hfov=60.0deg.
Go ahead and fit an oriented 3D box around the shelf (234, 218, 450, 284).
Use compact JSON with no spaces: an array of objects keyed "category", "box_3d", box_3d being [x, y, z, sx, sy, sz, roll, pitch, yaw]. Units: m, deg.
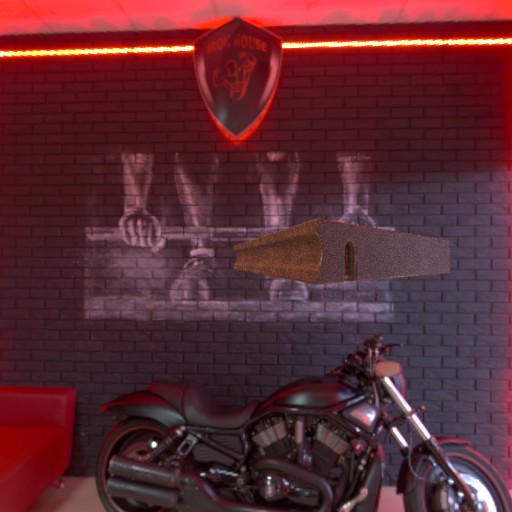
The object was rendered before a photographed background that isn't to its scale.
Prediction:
[{"category":"shelf","box_3d":[0.000,0.000,0.439,0.296,0.035,0.296,0,-1,36]}]
